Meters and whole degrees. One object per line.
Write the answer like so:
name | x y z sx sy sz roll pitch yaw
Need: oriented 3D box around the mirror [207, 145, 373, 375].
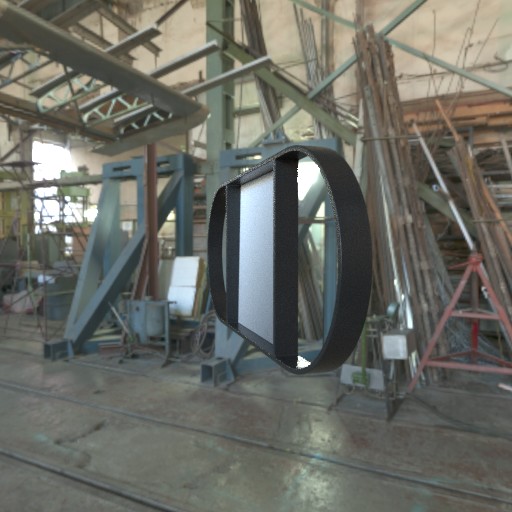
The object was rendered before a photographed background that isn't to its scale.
mirror | 0.000 0.000 0.664 0.032 0.254 0.584 0 2 -18
